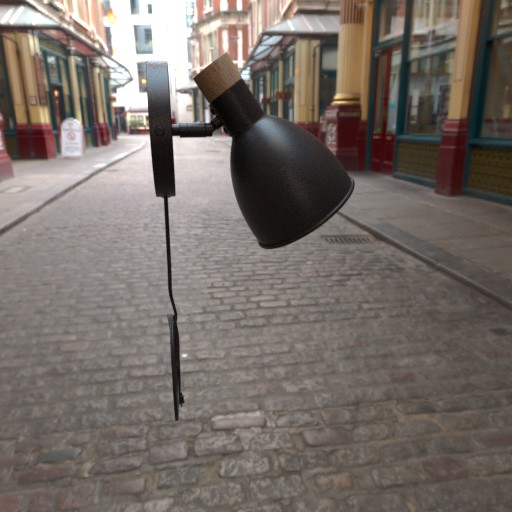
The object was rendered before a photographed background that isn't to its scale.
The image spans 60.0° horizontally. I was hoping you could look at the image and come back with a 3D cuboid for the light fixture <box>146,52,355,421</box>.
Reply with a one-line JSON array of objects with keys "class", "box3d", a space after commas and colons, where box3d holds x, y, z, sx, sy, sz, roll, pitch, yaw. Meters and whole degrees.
[{"class": "light fixture", "box3d": [0.000, 0.000, 0.477, 0.203, 0.401, 0.127, -3, 16, -10]}]
